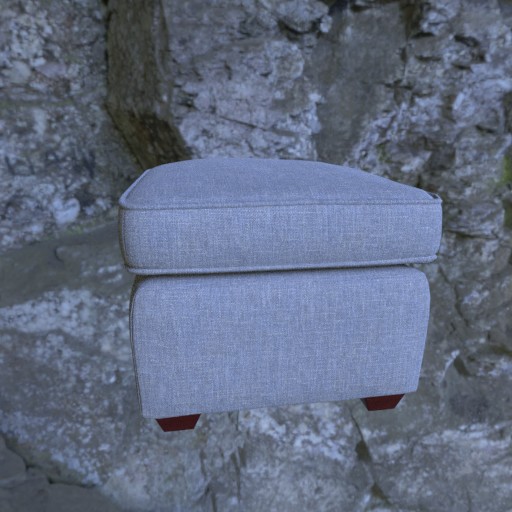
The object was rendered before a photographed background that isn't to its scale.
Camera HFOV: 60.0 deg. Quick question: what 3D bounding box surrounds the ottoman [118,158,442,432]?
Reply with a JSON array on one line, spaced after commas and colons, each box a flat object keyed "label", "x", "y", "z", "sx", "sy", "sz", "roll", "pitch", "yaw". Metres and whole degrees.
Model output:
[{"label": "ottoman", "x": 0.000, "y": 0.000, "z": 1.095, "sx": 0.559, "sy": 0.457, "sz": 0.762, "roll": -3, "pitch": 16, "yaw": -9}]
